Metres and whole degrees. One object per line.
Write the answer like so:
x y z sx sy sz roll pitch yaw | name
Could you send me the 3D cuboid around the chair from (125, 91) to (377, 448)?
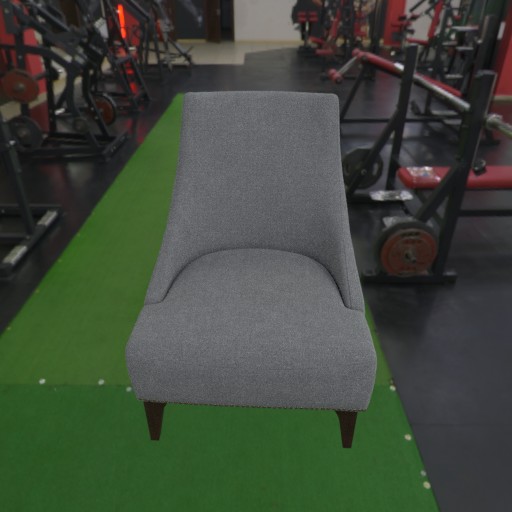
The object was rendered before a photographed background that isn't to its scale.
0.000 0.000 1.490 0.701 0.909 0.861 1 32 2 | chair
